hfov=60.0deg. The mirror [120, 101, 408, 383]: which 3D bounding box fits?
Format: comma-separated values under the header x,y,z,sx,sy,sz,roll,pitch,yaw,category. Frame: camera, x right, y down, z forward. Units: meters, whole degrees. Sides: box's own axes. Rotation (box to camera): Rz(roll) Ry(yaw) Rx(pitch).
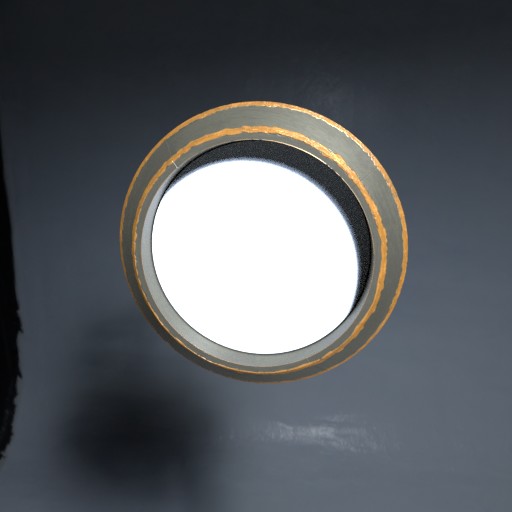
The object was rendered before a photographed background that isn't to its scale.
x,y,z,sx,sy,sz,roll,pitch,yaw,category
0.000,0.000,1.370,0.907,0.907,0.111,2,16,8,mirror
